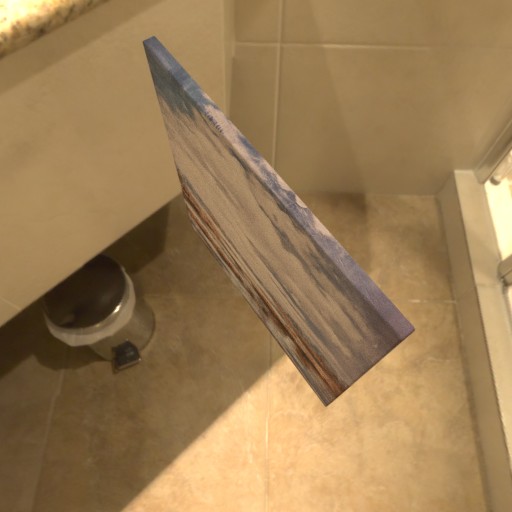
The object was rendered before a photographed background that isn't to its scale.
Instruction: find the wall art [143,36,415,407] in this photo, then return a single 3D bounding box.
[{"bbox_3d":[0.000,0.000,1.305,0.035,0.897,0.888,-33,69,-14],"label":"wall art"}]
